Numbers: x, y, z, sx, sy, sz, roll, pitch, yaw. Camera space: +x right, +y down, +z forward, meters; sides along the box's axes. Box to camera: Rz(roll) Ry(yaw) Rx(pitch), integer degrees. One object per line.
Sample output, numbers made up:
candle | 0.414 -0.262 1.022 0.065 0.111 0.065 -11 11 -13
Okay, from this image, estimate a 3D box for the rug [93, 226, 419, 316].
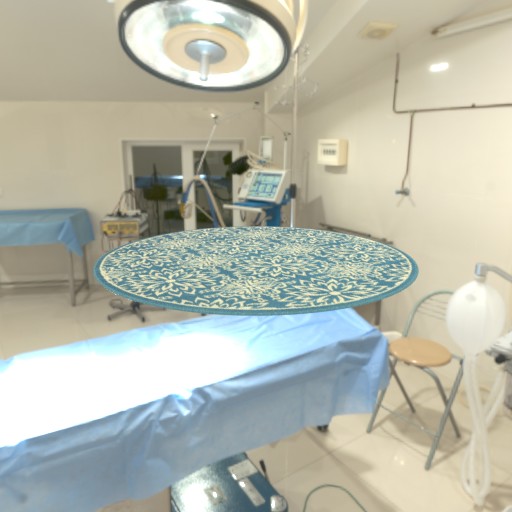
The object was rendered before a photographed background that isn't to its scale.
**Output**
rug | 0.000 0.000 2.301 1.593 0.012 1.593 0 15 0
